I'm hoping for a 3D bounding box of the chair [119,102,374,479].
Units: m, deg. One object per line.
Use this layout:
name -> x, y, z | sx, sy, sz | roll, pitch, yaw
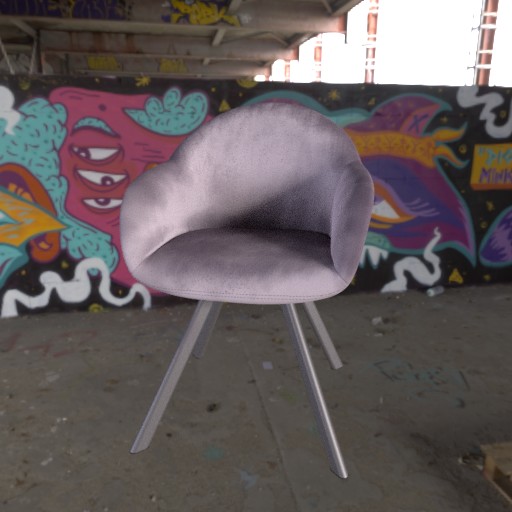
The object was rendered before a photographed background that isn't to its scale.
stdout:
chair -> 0.000, 0.000, 1.147 | 0.550, 0.795, 0.590 | 2, 15, 9
